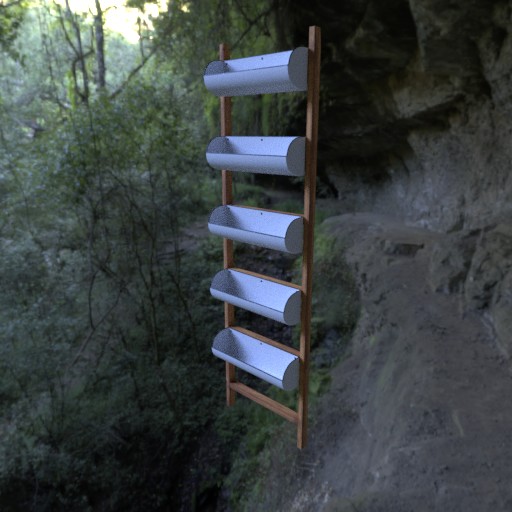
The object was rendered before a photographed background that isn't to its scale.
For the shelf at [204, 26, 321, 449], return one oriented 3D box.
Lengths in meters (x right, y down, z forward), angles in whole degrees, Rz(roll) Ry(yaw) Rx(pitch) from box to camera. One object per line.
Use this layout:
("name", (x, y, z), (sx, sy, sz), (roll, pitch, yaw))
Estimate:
("shelf", (0.000, 0.000, 1.756), (0.454, 1.600, 0.141), (14, 21, 41))
